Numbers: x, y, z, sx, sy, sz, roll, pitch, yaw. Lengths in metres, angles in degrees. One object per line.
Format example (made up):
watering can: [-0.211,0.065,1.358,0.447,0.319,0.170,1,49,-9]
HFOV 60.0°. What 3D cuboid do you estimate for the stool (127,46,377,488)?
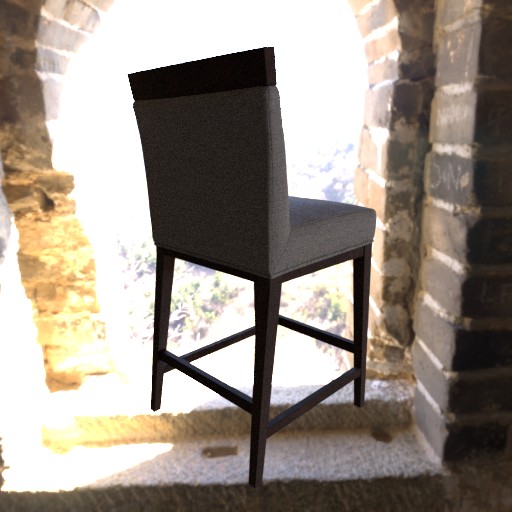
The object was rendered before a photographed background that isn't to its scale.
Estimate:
stool: [0.000,0.000,1.297,0.512,1.009,0.531,14,20,43]
